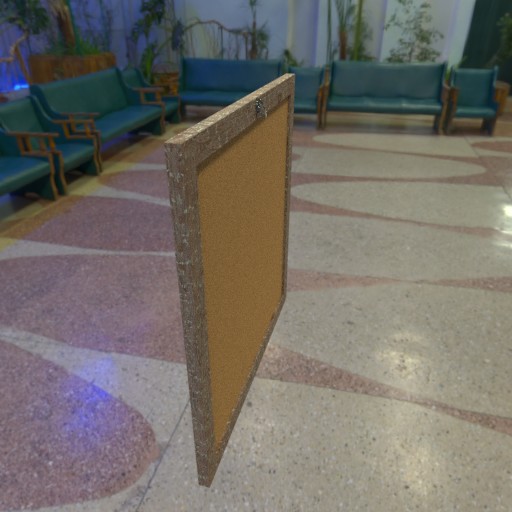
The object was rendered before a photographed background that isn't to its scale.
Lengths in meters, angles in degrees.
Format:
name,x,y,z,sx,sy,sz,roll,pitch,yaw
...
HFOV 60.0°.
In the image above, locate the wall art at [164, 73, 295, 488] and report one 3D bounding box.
name,x,y,z,sx,sy,sz,roll,pitch,yaw
wall art,0.000,0.000,0.555,0.022,0.380,0.380,8,30,14
